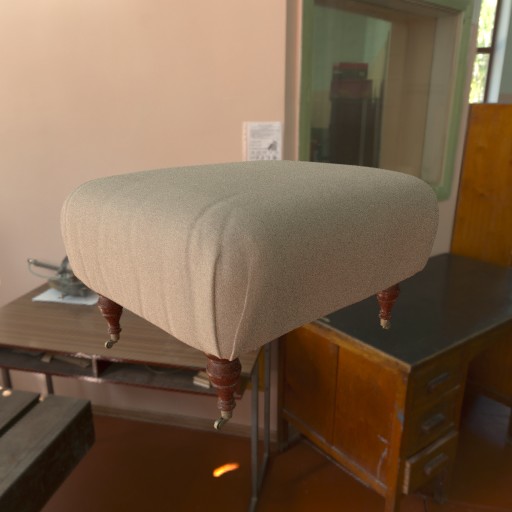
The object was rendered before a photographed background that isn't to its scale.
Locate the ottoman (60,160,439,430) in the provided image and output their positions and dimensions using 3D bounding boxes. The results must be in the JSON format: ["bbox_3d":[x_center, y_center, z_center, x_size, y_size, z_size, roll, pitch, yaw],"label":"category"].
[{"bbox_3d":[0.000,0.000,1.112,0.746,0.450,0.639,-15,22,-42],"label":"ottoman"}]
